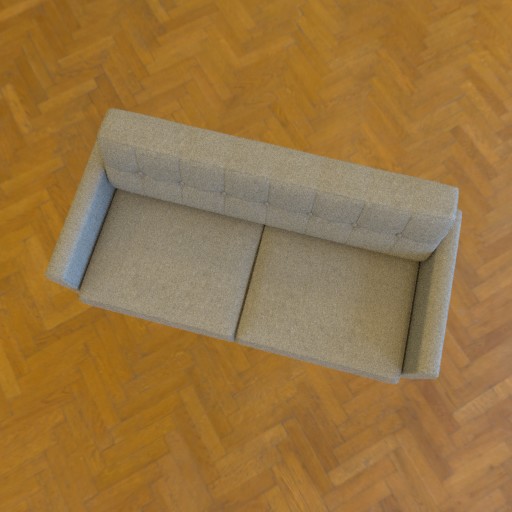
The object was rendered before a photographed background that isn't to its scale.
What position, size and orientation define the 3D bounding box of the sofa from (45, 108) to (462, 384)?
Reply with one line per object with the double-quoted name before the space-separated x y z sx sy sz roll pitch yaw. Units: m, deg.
"sofa" 0.000 0.000 2.481 2.055 0.873 0.968 14 75 4
